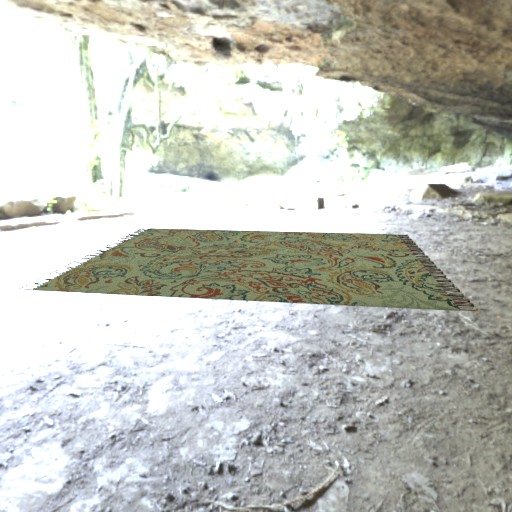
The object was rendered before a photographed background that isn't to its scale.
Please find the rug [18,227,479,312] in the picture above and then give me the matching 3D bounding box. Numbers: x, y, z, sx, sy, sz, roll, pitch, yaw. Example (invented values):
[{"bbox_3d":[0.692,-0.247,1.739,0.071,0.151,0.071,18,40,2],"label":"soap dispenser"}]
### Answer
[{"bbox_3d":[0.000,0.000,4.276,3.274,0.015,2.439,2,15,7],"label":"rug"}]
